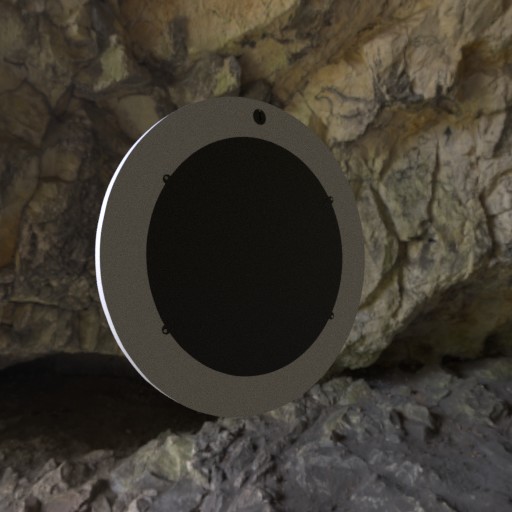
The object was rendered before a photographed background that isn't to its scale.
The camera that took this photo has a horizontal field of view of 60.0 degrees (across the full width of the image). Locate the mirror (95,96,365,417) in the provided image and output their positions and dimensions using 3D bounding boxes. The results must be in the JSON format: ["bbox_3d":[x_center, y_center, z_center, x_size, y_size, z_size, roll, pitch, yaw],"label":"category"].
[{"bbox_3d":[0.000,0.000,1.305,0.914,0.914,0.038,1,-2,-35],"label":"mirror"}]
